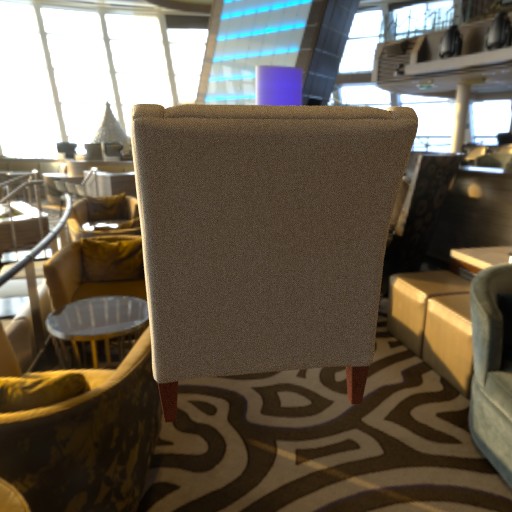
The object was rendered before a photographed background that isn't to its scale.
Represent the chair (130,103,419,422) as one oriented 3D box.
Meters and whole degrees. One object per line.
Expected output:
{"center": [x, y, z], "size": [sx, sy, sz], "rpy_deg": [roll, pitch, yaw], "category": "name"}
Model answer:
{"center": [0.000, 0.000, 1.645], "size": [0.774, 1.014, 0.870], "rpy_deg": [-2, 15, -9], "category": "chair"}
